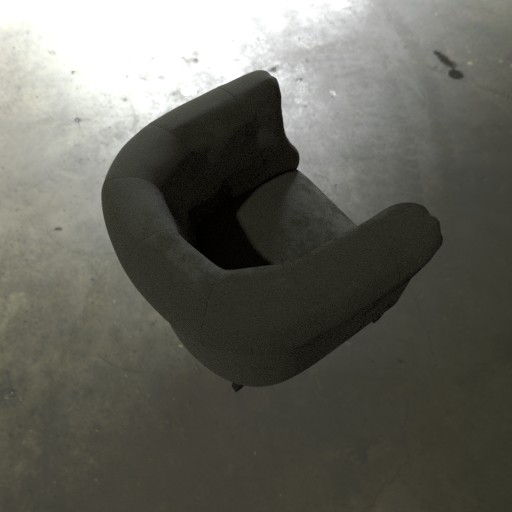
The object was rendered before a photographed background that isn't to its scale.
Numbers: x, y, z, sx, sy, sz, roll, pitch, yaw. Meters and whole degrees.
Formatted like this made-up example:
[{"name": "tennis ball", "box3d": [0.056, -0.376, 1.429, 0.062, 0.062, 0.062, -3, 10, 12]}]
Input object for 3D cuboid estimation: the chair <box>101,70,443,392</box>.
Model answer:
[{"name": "chair", "box3d": [0.000, 0.000, 1.579, 0.851, 0.826, 0.904, -31, 63, -18]}]
